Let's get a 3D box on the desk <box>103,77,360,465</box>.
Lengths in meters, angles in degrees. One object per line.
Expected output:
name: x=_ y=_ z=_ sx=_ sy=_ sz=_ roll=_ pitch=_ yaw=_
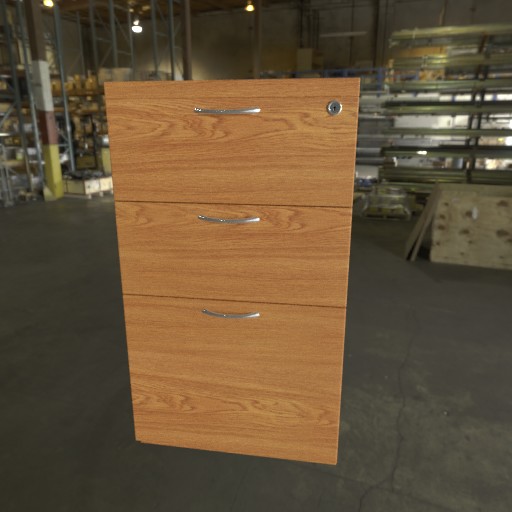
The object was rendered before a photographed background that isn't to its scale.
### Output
desk: x=0.000 y=0.000 z=1.057 sx=0.404 sy=0.730 sz=0.600 roll=3 pitch=16 yaw=9
